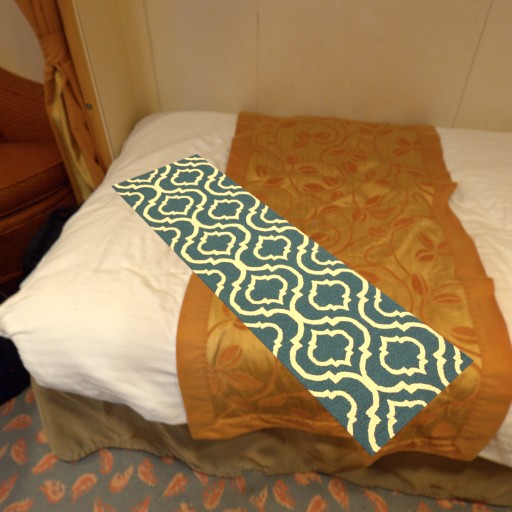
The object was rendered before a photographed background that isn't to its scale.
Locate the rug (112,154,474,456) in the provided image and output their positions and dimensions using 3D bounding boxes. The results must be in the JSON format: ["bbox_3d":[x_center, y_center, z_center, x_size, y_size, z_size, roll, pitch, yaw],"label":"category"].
[{"bbox_3d":[0.000,0.000,2.496,0.685,0.006,2.296,-28,50,-27],"label":"rug"}]
